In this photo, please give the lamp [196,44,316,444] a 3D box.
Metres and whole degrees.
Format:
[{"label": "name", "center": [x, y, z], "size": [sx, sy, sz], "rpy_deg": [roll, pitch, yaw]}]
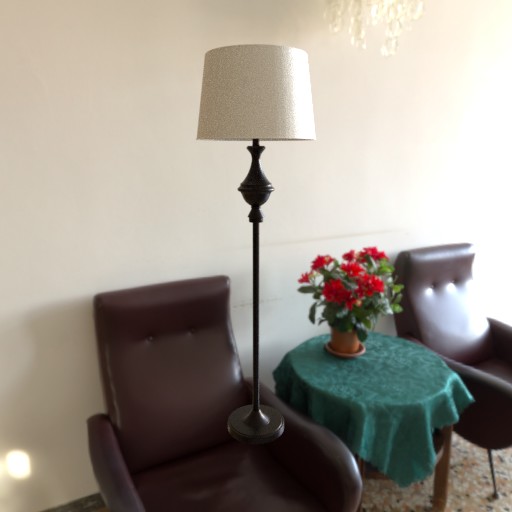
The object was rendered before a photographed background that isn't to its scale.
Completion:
[{"label": "lamp", "center": [0.000, 0.000, 1.707], "size": [0.431, 1.484, 0.431], "rpy_deg": [0, 14, 0]}]
